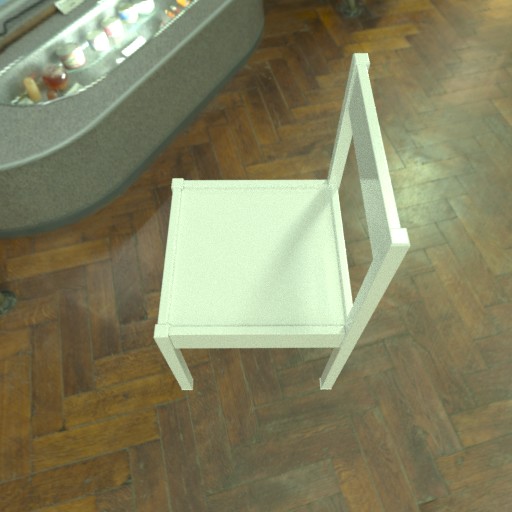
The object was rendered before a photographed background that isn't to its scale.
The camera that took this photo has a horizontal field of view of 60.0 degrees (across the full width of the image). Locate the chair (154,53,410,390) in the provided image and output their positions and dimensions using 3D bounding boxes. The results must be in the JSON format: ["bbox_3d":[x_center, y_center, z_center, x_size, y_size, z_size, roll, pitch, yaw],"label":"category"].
[{"bbox_3d":[0.000,0.000,0.693,0.285,0.505,0.285,0,59,0],"label":"chair"}]
